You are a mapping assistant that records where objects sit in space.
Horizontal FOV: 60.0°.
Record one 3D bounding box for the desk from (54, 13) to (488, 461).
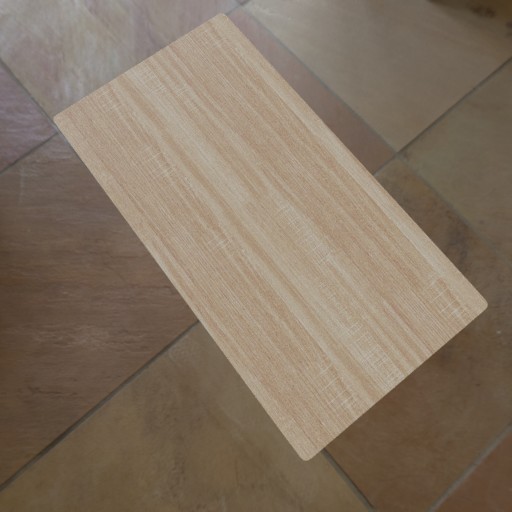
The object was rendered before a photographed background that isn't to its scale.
[{"bbox_3d":[0.000,0.000,1.293,0.480,0.770,0.884,-37,78,-9],"label":"desk"}]
